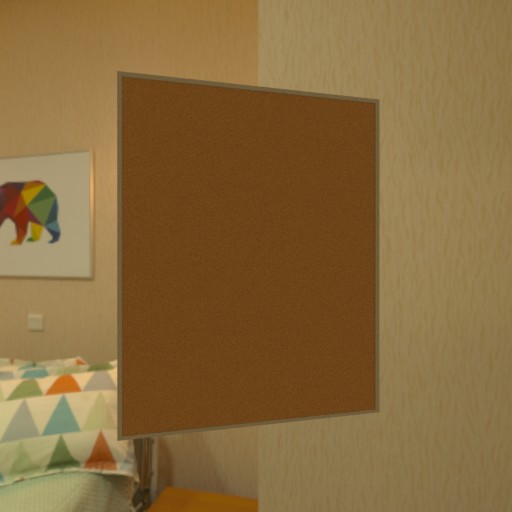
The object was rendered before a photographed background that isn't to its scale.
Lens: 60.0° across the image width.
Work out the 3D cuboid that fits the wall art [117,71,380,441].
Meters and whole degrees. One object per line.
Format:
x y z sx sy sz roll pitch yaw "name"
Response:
0.000 0.000 1.025 0.611 0.763 0.055 0 0 -16 "wall art"
